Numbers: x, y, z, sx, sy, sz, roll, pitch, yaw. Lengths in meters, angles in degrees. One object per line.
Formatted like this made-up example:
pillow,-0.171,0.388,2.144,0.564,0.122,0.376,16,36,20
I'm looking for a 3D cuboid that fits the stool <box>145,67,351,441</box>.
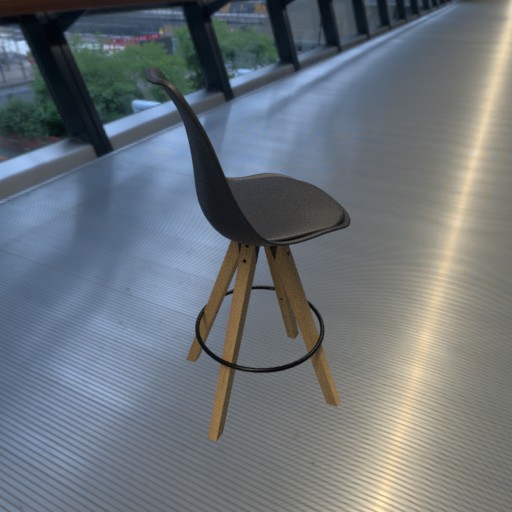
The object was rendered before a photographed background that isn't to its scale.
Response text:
stool,0.000,0.000,1.410,0.550,1.115,0.485,-10,33,-16
